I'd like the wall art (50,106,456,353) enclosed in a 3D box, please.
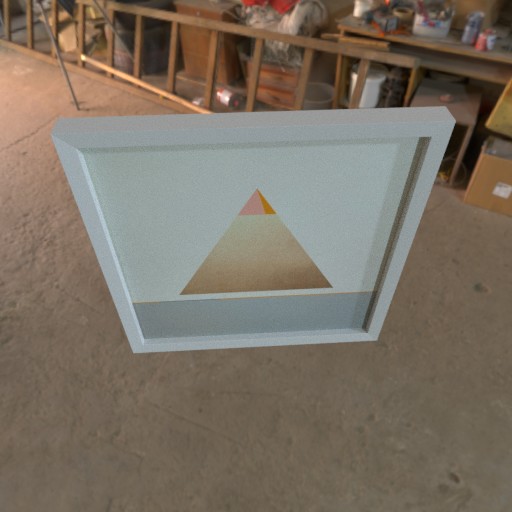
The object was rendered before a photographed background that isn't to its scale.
[{"bbox_3d":[0.000,0.000,1.907,1.289,1.291,0.098,-3,47,-2],"label":"wall art"}]
